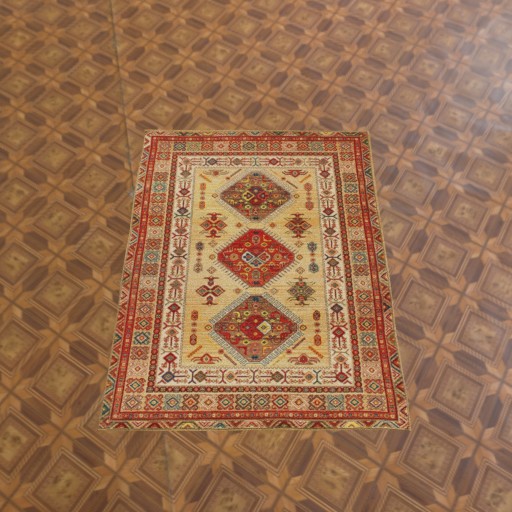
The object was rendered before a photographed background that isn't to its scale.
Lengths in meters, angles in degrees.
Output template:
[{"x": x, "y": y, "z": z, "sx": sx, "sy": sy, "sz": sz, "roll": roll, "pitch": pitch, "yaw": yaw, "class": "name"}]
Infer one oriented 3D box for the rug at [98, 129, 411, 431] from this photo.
[{"x": 0.000, "y": 0.000, "z": 4.154, "sx": 2.460, "sy": 0.005, "sz": 3.067, "roll": 0, "pitch": 64, "yaw": 0, "class": "rug"}]
